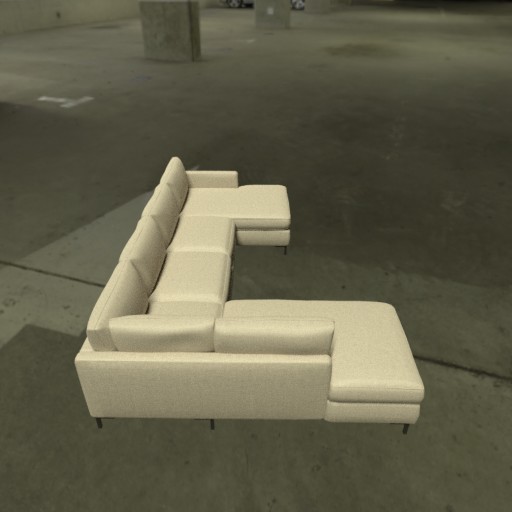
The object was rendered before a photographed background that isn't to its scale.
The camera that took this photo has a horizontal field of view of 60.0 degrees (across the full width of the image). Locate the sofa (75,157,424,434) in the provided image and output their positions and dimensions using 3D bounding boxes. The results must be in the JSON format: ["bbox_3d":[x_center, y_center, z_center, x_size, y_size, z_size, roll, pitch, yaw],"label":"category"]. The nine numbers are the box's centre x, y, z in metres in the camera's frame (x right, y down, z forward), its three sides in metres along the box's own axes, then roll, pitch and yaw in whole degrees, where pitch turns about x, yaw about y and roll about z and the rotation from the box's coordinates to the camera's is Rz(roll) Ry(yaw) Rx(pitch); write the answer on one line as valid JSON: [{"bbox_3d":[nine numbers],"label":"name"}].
[{"bbox_3d":[0.000,0.000,3.523,1.879,0.756,2.737,0,32,1],"label":"sofa"}]
